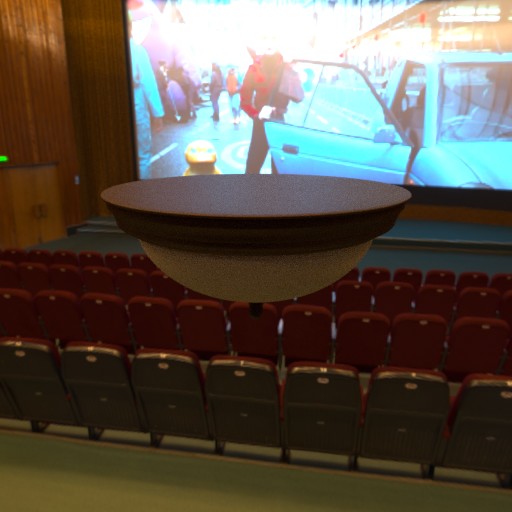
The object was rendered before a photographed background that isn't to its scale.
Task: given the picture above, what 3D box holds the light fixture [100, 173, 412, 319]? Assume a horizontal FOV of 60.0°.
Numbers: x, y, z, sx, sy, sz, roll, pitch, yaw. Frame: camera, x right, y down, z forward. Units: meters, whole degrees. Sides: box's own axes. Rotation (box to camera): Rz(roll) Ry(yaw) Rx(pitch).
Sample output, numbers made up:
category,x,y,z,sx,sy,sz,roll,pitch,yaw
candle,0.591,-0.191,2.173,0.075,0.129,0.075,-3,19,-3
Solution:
category,x,y,z,sx,sy,sz,roll,pitch,yaw
light fixture,0.000,0.000,0.438,0.280,0.135,0.280,0,16,0
